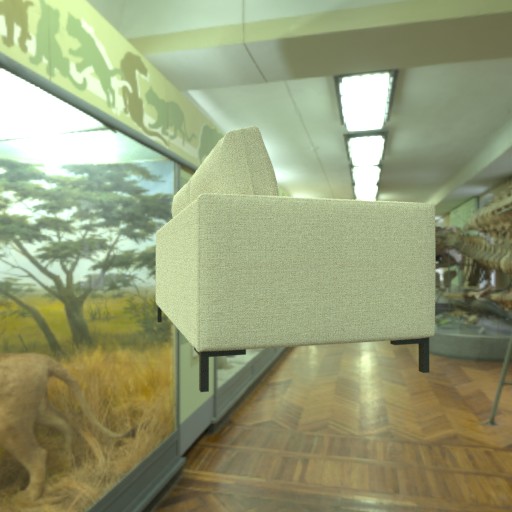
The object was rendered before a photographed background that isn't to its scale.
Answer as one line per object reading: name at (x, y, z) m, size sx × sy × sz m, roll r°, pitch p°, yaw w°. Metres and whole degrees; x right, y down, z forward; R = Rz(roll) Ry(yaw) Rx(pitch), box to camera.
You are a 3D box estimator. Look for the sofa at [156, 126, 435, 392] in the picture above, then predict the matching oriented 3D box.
sofa at (0.000, 0.000, 2.159) m, size 0.839 × 0.812 × 1.651 m, roll 0°, pitch -1°, yaw -17°
